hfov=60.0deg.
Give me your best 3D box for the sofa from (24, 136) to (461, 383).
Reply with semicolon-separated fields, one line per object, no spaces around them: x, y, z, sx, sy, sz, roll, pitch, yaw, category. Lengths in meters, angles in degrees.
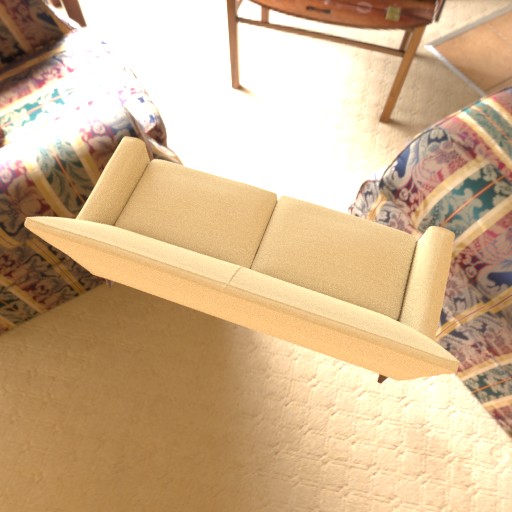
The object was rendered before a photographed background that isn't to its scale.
0.000;0.000;2.463;2.001;0.907;0.841;18;65;9;sofa
